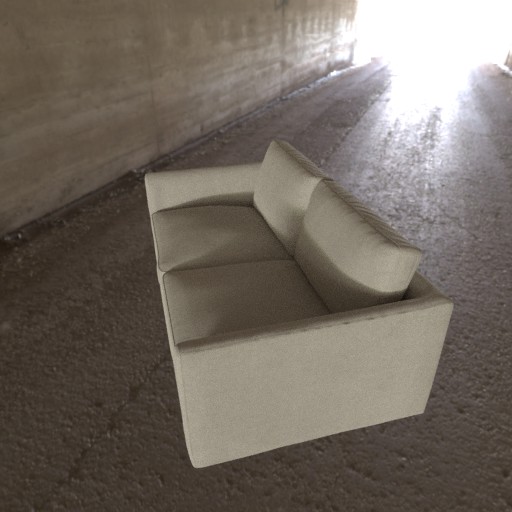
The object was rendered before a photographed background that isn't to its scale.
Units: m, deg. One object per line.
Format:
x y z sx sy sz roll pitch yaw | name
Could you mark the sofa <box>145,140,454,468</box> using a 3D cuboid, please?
0.000 0.000 2.486 1.091 0.839 1.905 -8 31 -13 | sofa
